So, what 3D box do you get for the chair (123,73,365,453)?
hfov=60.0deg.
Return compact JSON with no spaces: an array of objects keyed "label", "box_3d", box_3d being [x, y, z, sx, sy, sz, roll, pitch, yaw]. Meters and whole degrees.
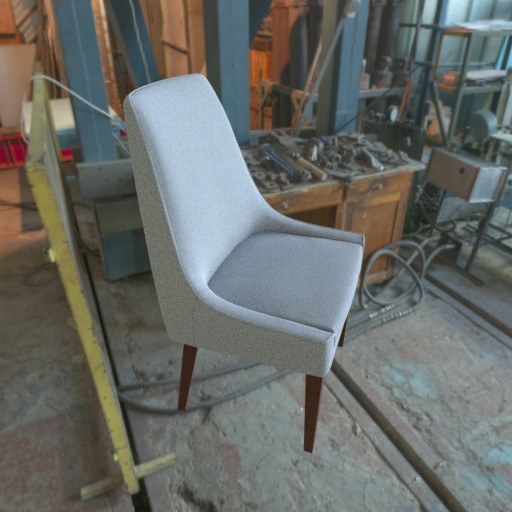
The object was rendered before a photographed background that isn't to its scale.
[{"label":"chair","box_3d":[0.000,0.000,1.199,0.544,0.861,0.529,10,32,17]}]
